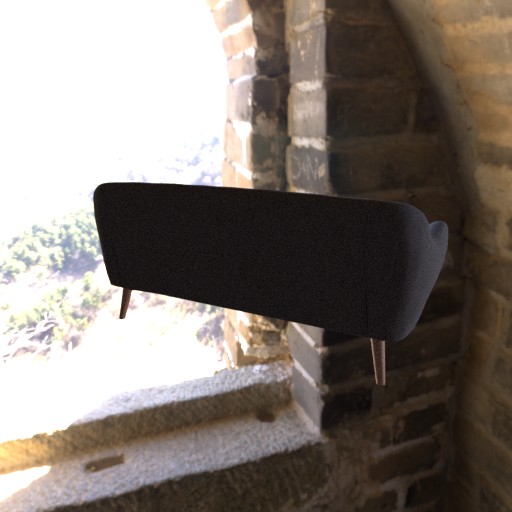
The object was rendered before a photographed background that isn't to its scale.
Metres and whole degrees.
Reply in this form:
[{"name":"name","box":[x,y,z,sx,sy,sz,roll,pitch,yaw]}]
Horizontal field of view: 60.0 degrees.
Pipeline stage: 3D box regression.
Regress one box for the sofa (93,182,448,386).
[{"name":"sofa","box":[0.000,0.000,2.375,1.840,0.820,0.820,8,17,27]}]
